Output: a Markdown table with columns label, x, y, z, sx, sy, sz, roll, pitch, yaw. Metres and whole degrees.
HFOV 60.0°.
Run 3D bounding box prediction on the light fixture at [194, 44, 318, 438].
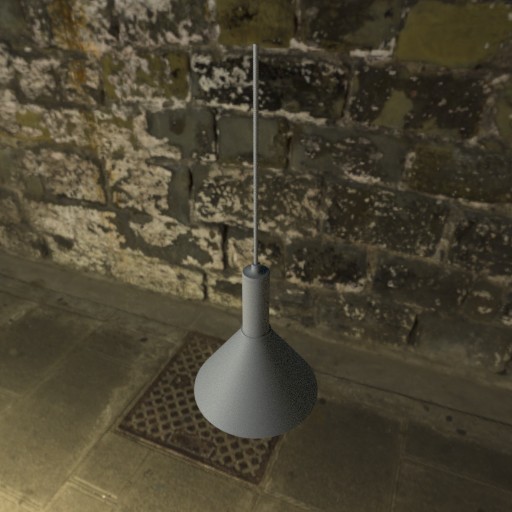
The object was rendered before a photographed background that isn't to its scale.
| label | x | y | z | sx | sy | sz | roll | pitch | yaw |
| --- | --- | --- | --- | --- | --- | --- | --- | --- | --- |
| light fixture | 0.000 | 0.000 | 0.786 | 0.267 | 0.683 | 0.267 | 22 | 38 | 30 |
